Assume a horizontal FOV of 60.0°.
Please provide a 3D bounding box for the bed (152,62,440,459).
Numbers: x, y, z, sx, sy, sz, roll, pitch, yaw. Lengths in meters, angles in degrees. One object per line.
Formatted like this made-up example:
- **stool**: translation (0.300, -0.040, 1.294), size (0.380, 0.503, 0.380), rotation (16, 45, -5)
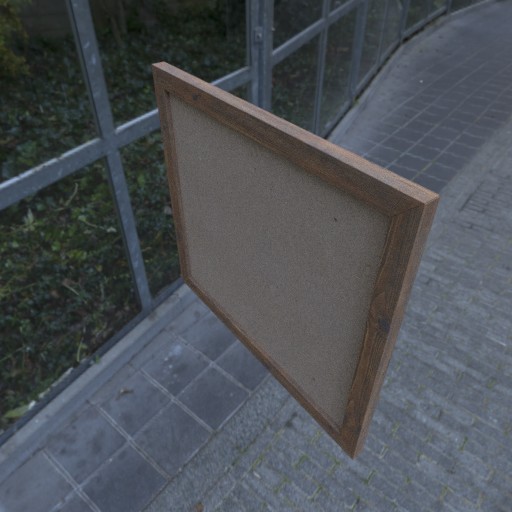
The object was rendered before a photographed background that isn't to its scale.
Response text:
- **bed**: translation (0.000, 0.000, 1.415), size (0.046, 0.942, 1.046), rotation (-26, 46, -28)
